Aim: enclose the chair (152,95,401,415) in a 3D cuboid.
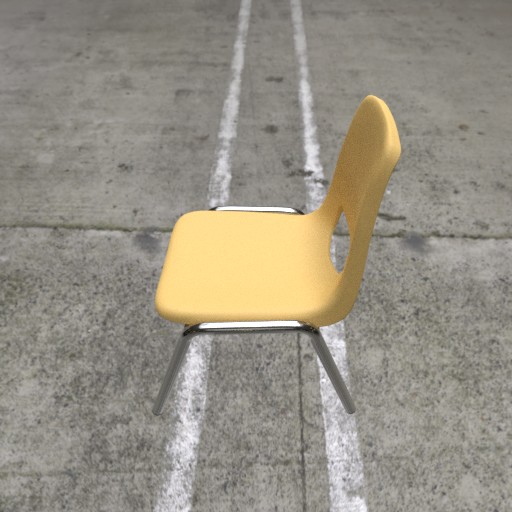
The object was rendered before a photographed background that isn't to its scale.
[{"bbox_3d":[0.000,0.000,0.852,0.423,0.586,0.354,1,42,1],"label":"chair"}]
